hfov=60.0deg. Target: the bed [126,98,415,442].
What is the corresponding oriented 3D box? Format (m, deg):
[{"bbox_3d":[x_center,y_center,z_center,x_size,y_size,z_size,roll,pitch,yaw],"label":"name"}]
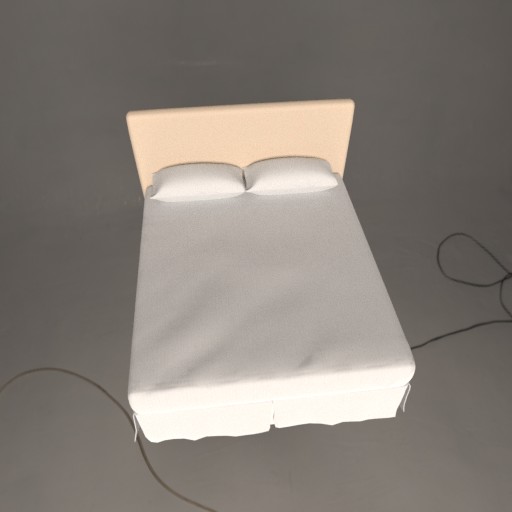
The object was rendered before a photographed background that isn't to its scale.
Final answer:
[{"bbox_3d":[0.000,0.000,3.290,1.884,1.330,2.142,-5,47,-4],"label":"bed"}]
